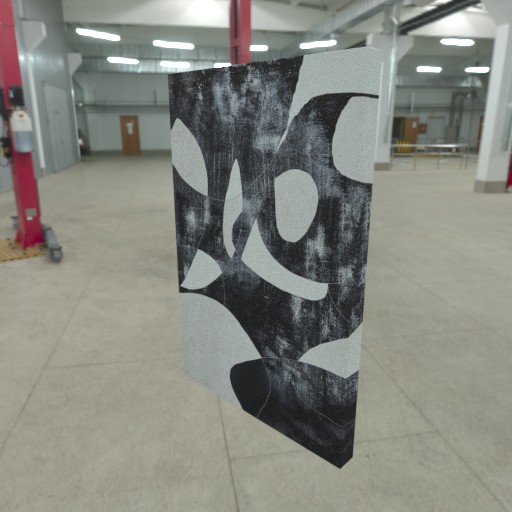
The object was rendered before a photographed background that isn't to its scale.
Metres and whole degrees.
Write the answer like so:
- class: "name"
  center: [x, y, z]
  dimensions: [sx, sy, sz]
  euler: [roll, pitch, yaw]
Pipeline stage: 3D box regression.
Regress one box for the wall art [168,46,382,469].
- class: "wall art"
  center: [0.000, 0.000, 0.762]
  dimensions: [0.407, 0.610, 0.039]
  euler: [15, 22, 42]
